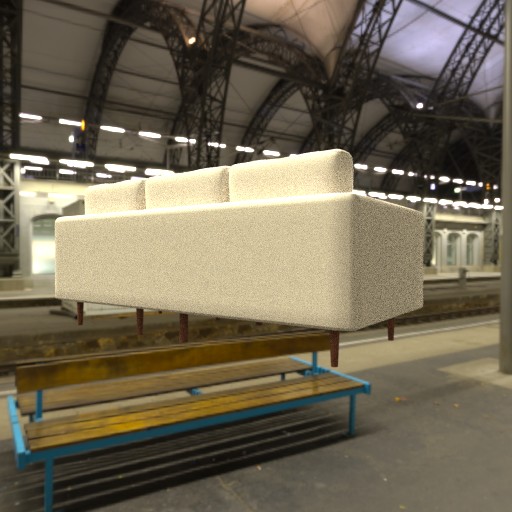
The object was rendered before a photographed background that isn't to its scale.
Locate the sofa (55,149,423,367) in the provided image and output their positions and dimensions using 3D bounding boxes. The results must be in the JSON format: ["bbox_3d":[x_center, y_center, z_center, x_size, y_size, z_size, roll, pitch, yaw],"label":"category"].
[{"bbox_3d":[0.000,0.000,2.834,2.029,0.899,1.580,0,0,36],"label":"sofa"}]
